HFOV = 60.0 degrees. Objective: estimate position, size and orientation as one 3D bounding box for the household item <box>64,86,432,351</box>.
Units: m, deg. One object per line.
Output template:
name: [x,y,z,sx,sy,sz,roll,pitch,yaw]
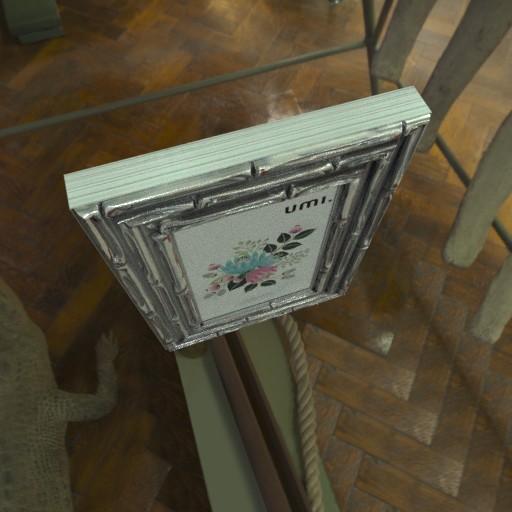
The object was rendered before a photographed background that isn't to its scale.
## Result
household item: [0.000,0.000,0.291,0.165,0.216,0.025,-17,64,-8]
